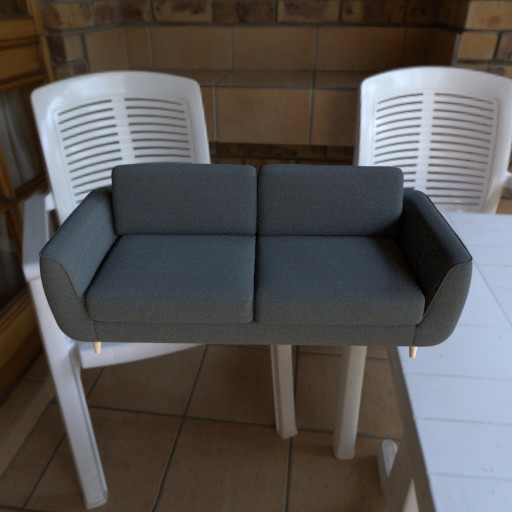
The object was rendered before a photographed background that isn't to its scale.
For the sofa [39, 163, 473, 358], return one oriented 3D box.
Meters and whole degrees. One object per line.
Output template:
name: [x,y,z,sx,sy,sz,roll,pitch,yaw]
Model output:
sofa: [0.000,0.000,2.424,2.000,0.850,0.920,1,31,1]
